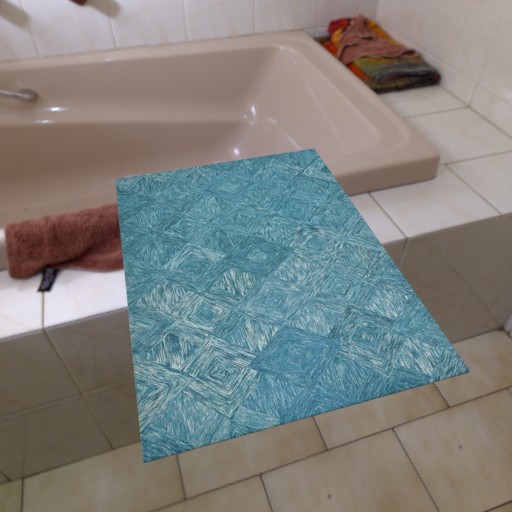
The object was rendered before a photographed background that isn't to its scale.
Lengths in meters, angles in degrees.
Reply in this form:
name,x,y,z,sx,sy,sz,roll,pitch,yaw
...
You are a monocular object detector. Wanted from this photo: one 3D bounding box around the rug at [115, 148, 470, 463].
name,x,y,z,sx,sy,sz,roll,pitch,yaw
rug,0.000,0.000,4.159,2.405,0.027,3.217,-11,46,-11
